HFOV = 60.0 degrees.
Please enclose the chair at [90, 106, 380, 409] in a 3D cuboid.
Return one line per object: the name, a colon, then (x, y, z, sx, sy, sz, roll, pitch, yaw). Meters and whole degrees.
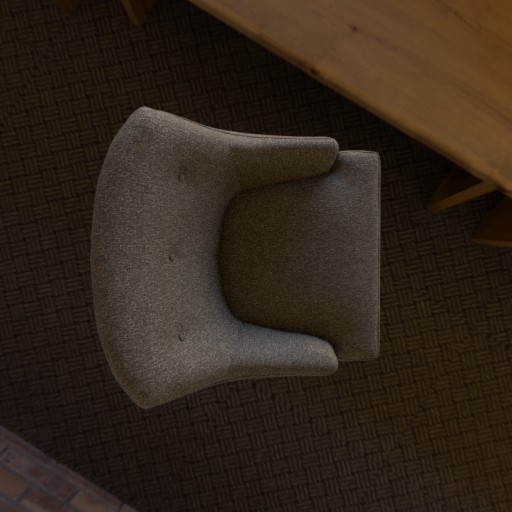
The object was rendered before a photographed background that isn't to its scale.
chair: (0.000, 0.000, 1.619, 0.923, 0.856, 0.864, 0, 91, 0)
